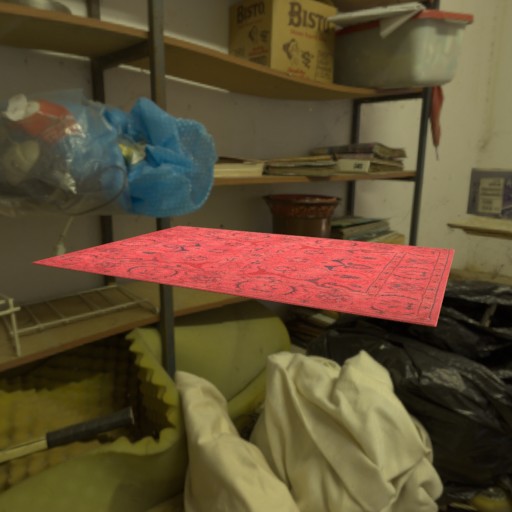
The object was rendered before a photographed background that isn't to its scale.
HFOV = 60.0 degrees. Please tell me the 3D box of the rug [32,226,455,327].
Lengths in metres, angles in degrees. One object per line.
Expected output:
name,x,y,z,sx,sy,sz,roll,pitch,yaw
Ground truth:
rug,0.000,0.000,2.269,1.814,0.008,1.209,6,15,25
